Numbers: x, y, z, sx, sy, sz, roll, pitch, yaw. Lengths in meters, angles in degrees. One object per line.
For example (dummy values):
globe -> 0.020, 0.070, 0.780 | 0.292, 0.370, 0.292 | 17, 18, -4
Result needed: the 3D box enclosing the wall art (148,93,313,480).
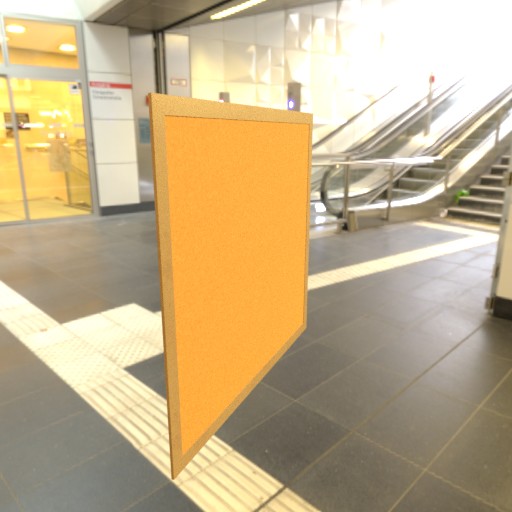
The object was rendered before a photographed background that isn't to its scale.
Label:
wall art -> 0.000, 0.000, 1.668 | 0.025, 1.067, 1.168 | 7, 17, 24
